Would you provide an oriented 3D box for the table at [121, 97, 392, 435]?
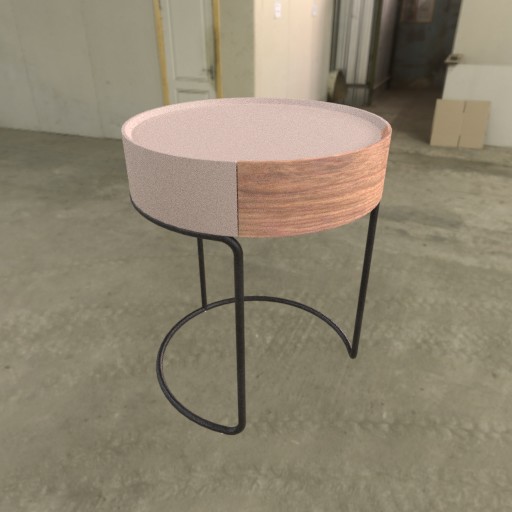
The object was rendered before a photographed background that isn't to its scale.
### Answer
[{"bbox_3d":[0.000,0.000,0.889,0.450,0.530,0.450,0,30,0],"label":"table"}]
